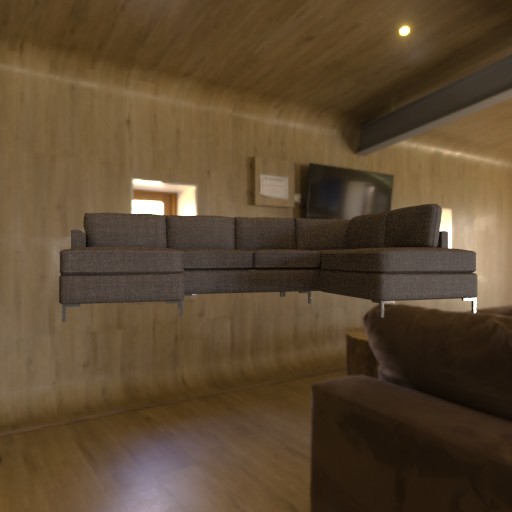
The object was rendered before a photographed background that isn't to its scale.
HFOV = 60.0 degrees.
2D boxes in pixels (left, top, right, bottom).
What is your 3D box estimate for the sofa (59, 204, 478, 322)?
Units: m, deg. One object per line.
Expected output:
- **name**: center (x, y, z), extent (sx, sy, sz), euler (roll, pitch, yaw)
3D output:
- **sofa**: center (0.000, 0.000, 4.298), extent (3.423, 0.999, 2.048), euler (0, 0, -18)
